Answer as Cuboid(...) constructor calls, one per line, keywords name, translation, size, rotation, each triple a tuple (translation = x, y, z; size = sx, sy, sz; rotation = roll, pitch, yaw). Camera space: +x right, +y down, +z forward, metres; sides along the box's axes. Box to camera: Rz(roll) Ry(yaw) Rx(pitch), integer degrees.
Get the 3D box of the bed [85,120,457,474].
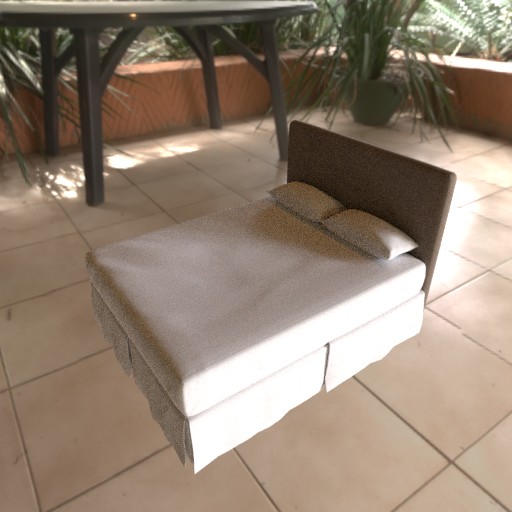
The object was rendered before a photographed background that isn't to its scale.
Cuboid(name="bed", translation=(0.000, 0.000, 3.243), size=(2.142, 1.330, 1.723), rotation=(-20, 37, -29))
